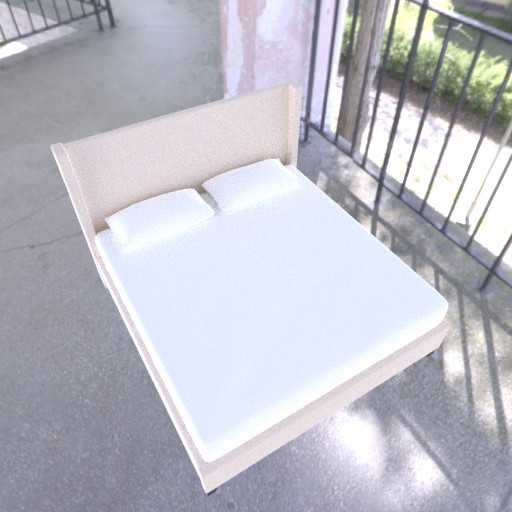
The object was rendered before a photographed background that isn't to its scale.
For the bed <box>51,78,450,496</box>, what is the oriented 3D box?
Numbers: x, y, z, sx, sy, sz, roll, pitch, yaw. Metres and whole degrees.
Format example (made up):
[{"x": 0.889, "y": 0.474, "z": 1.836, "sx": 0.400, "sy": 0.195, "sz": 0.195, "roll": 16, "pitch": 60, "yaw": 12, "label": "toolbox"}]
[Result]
[{"x": 0.000, "y": 0.000, "z": 3.479, "sx": 2.145, "sy": 1.471, "sz": 2.293, "roll": -24, "pitch": 51, "yaw": -21, "label": "bed"}]
